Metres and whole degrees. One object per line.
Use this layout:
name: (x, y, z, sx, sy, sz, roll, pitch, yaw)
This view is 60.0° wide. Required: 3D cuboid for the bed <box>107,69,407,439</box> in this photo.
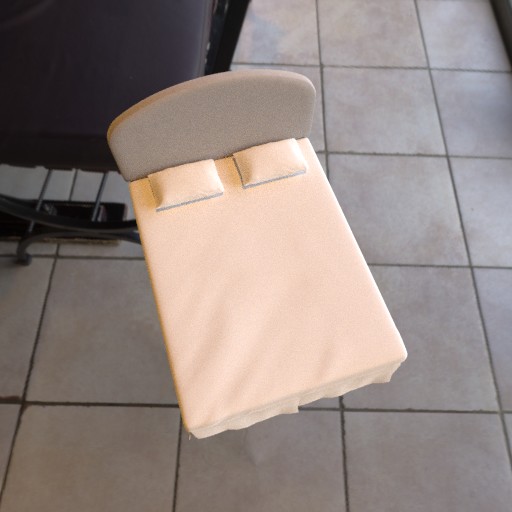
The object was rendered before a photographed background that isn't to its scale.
bed: (0.000, 0.000, 3.059, 1.607, 1.410, 2.005, -16, 66, -7)
